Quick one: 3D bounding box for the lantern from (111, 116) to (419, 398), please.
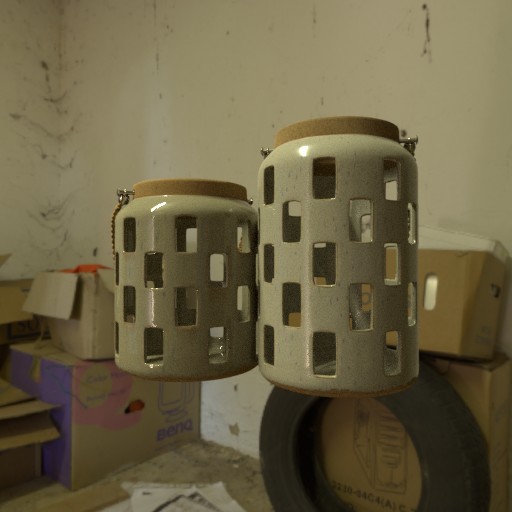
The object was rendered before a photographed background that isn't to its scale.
[{"bbox_3d":[0.000,0.000,0.501,0.347,0.255,0.184,0,-1,17],"label":"lantern"}]
